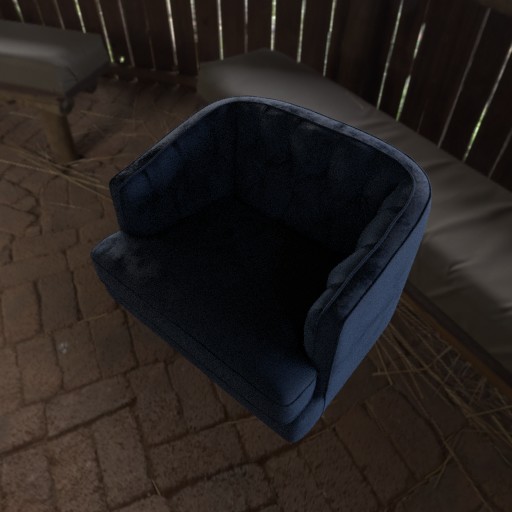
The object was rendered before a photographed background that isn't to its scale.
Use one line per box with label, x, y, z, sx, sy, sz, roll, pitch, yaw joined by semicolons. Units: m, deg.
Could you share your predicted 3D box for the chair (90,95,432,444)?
chair;0.000;0.000;1.813;1.094;0.852;0.940;32;54;26
